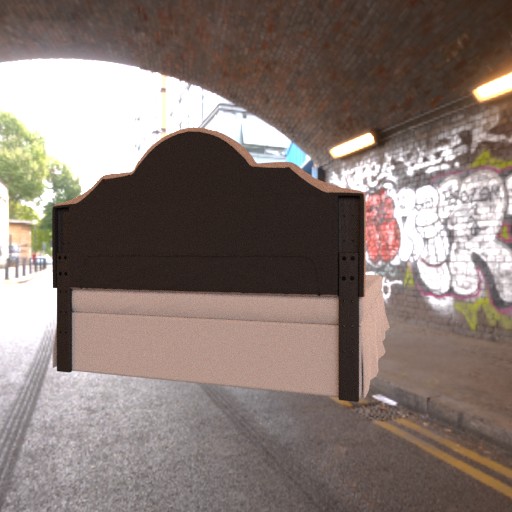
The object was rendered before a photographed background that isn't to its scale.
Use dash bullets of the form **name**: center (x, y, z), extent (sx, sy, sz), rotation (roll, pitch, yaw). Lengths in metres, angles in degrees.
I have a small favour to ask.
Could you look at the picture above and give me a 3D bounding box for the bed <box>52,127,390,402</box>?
- **bed**: center (0.000, 0.000, 2.968), extent (1.667, 1.194, 1.970), rotation (0, 0, 18)
